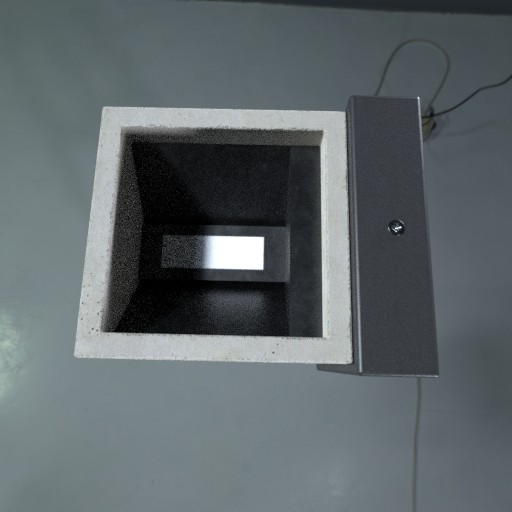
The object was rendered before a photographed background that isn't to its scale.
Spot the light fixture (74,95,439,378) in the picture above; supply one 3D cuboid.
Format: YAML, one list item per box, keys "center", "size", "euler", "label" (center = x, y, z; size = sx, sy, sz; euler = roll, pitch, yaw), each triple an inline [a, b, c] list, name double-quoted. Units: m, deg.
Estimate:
- center: [0.000, 0.000, 0.241]
  size: [0.143, 0.121, 0.121]
  euler: [1, 77, 0]
  label: "light fixture"
